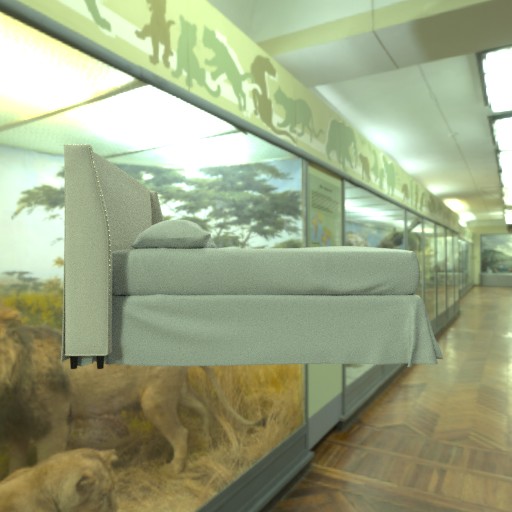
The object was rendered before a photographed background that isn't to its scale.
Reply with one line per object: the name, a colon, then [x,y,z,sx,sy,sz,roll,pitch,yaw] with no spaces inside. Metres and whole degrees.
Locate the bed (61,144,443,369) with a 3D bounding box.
bed: [0.000,0.000,3.511,2.276,1.332,1.925,0,0,-1]
